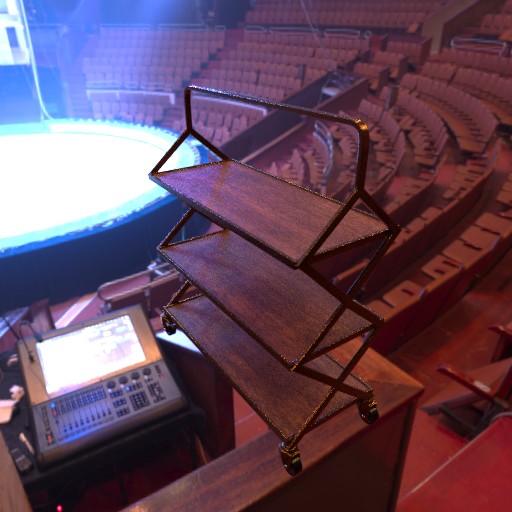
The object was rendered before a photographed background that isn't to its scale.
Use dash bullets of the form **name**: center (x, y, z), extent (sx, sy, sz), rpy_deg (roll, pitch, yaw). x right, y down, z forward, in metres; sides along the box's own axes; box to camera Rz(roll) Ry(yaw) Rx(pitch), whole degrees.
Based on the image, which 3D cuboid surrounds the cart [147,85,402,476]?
- **cart**: center (0.000, 0.000, 1.194), extent (0.313, 0.805, 0.723), rpy_deg (-18, 32, -31)
